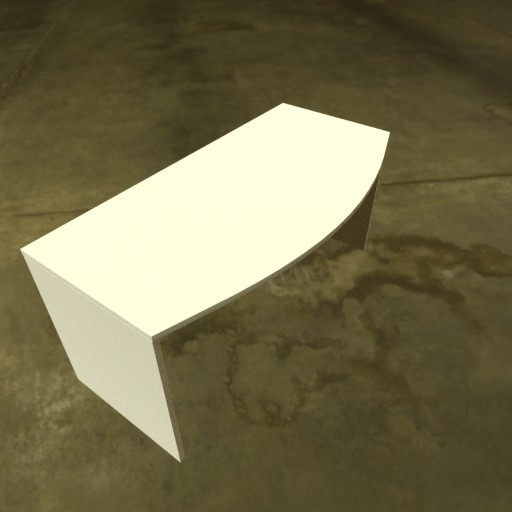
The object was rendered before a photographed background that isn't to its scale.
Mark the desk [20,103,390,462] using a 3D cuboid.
[{"bbox_3d":[0.000,0.000,2.050,0.802,0.750,1.600,25,46,27],"label":"desk"}]
